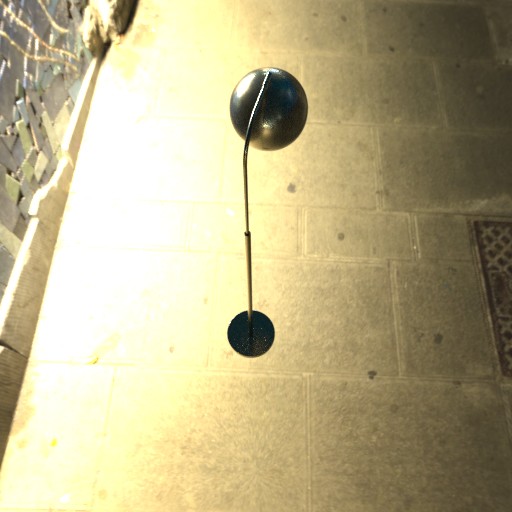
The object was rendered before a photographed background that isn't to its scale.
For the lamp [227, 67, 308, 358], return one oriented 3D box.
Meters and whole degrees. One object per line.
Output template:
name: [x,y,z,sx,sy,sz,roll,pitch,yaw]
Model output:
lamp: [0.000,0.000,1.684,0.250,1.526,0.431,15,65,7]
